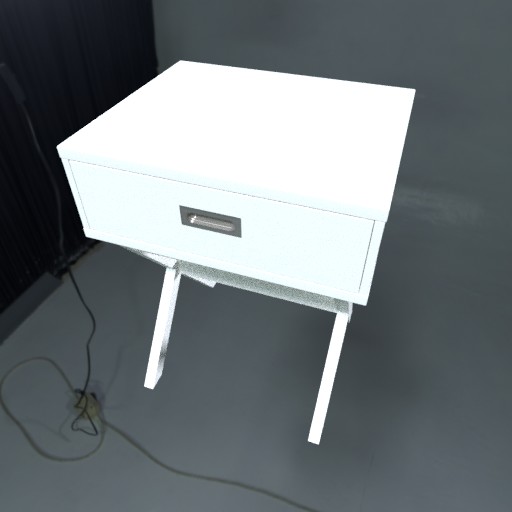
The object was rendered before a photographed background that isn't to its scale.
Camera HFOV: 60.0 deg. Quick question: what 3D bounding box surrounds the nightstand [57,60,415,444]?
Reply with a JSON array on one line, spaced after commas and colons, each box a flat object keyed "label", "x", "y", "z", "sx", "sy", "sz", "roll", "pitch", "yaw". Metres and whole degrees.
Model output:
[{"label": "nightstand", "x": 0.000, "y": 0.000, "z": 0.937, "sx": 0.479, "sy": 0.623, "sz": 0.402, "roll": 13, "pitch": 43, "yaw": 14}]
